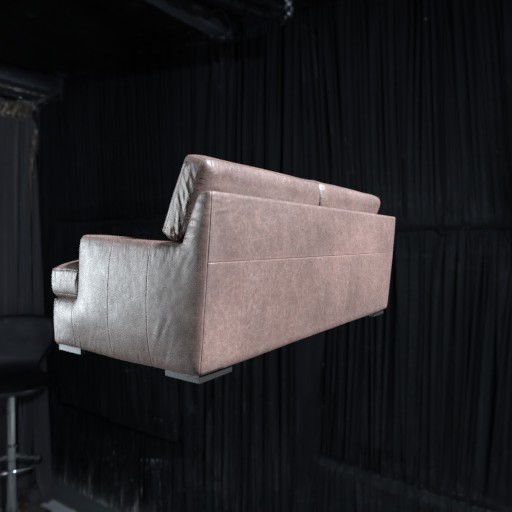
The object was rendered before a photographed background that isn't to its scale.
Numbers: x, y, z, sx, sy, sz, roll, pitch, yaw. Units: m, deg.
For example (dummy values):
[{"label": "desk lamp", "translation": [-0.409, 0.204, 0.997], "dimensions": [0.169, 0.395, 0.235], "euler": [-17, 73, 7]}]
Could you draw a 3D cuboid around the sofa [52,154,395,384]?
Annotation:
[{"label": "sofa", "translation": [0.000, 0.000, 2.881], "dimensions": [1.143, 0.941, 2.261], "euler": [1, 2, 35]}]
